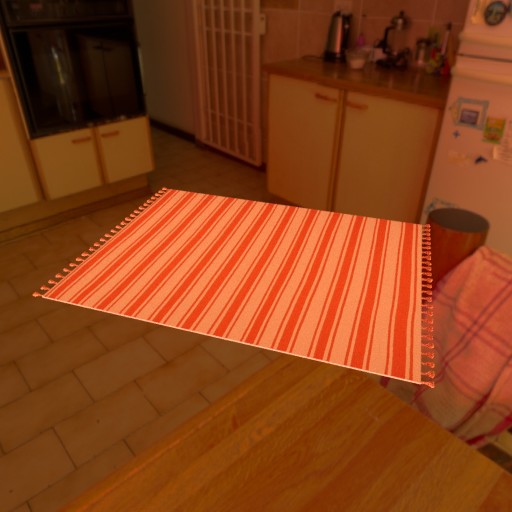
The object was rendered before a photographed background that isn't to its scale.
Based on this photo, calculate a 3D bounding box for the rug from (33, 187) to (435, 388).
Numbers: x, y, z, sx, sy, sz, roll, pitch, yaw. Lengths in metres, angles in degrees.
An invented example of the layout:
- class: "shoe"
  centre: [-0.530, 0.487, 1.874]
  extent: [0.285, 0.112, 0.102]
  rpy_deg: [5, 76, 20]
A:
- class: "rug"
  centre: [0.000, 0.000, 4.458]
  extent: [3.369, 0.035, 2.451]
  rpy_deg: [10, 34, 15]
